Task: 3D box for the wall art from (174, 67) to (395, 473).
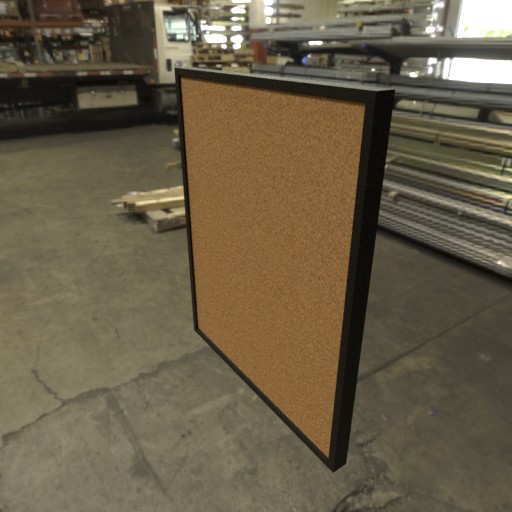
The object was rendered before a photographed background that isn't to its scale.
[{"bbox_3d":[0.000,0.000,0.739,0.029,0.559,0.457,-17,31,-31],"label":"wall art"}]
